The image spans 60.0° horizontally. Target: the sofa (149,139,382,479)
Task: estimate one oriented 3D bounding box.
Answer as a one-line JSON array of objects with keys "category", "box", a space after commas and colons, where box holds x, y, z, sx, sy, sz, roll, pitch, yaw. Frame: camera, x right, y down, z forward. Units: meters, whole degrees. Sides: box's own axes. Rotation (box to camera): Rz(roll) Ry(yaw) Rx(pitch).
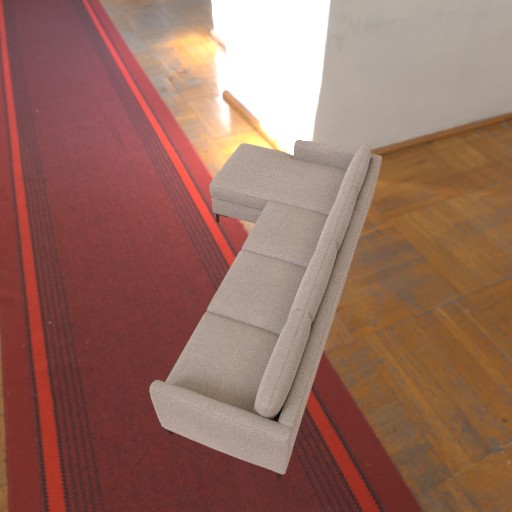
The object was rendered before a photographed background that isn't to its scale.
[{"category": "sofa", "box": [0.000, 0.000, 3.606, 1.469, 0.816, 2.923, 15, 48, 14]}]
